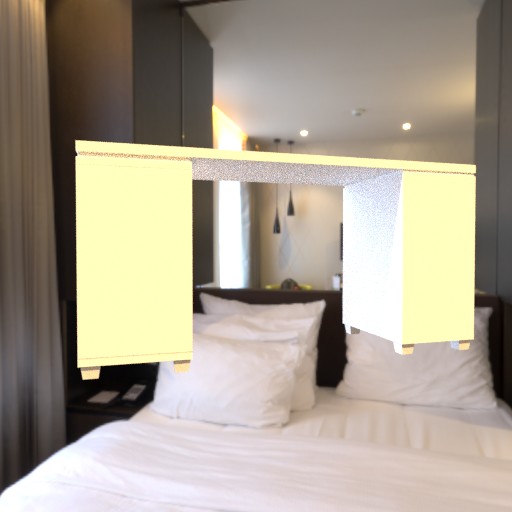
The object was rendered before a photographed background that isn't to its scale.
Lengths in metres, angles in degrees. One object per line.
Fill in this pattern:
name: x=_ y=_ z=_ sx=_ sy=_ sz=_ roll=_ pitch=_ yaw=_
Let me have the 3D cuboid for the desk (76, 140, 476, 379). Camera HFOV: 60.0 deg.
desk: x=0.000 y=0.000 z=2.184 sx=1.524 sy=0.759 sz=1.199 roll=0 pitch=1 yaw=-16
